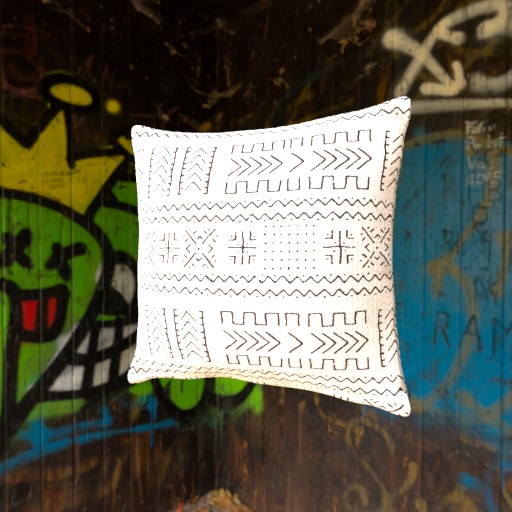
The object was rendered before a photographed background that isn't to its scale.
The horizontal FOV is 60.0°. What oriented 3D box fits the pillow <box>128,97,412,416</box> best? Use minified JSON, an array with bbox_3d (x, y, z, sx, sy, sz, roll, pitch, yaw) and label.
[{"bbox_3d":[0.000,0.000,0.661,0.438,0.430,0.164,0,1,18],"label":"pillow"}]
